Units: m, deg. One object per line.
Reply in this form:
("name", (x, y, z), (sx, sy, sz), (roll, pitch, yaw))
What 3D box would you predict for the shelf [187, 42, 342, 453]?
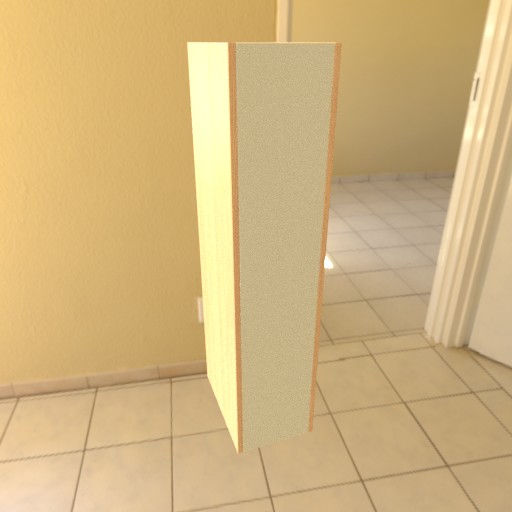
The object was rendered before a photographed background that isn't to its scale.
("shelf", (0.000, 0.000, 1.016), (0.197, 0.882, 0.290), (-9, 27, -18))
